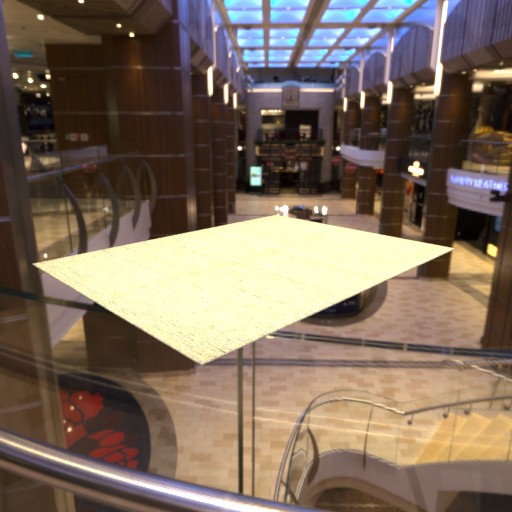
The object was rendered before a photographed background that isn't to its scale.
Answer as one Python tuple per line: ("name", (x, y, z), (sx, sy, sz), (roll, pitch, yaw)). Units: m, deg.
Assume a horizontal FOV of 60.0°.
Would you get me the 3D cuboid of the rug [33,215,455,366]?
("rug", (0.000, 0.000, 4.199), (3.201, 0.014, 2.437), (-16, 23, -42))
